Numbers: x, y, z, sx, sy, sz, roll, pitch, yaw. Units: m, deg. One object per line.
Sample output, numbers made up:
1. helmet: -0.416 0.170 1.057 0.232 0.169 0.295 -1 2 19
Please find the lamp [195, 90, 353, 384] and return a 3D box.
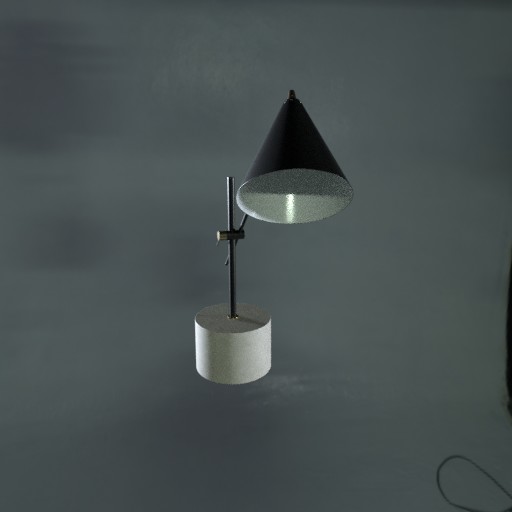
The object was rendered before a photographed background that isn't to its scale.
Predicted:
1. lamp: 0.000 0.000 0.744 0.214 0.518 0.403 -2 16 -8
